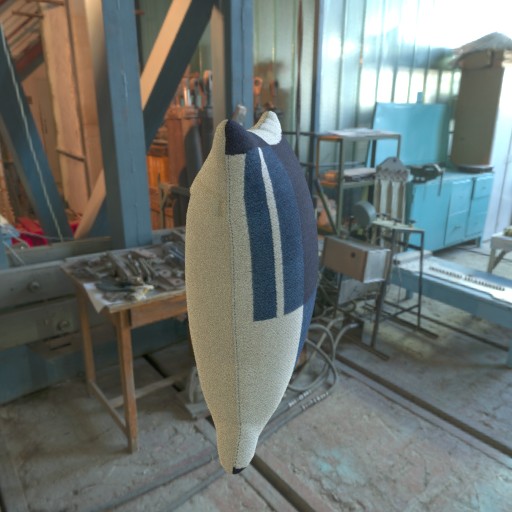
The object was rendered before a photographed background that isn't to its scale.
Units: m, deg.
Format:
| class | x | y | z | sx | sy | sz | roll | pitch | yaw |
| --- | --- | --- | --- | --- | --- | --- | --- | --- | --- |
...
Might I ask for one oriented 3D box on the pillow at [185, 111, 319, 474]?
| class | x | y | z | sx | sy | sz | roll | pitch | yaw |
| --- | --- | --- | --- | --- | --- | --- | --- | --- | --- |
| pillow | 0.000 | 0.000 | 0.815 | 0.229 | 0.506 | 0.536 | 2 | 18 | 7 |
